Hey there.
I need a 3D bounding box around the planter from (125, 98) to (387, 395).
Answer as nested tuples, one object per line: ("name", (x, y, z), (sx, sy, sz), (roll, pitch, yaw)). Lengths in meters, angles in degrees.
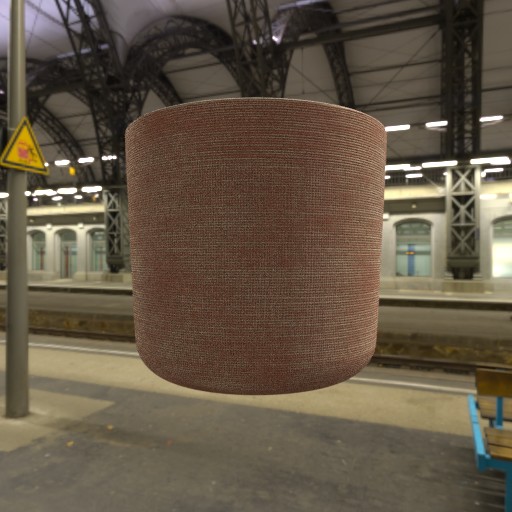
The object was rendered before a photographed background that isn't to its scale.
("planter", (0.000, 0.000, 0.776), (0.440, 0.398, 0.440), (0, 0, 0))
